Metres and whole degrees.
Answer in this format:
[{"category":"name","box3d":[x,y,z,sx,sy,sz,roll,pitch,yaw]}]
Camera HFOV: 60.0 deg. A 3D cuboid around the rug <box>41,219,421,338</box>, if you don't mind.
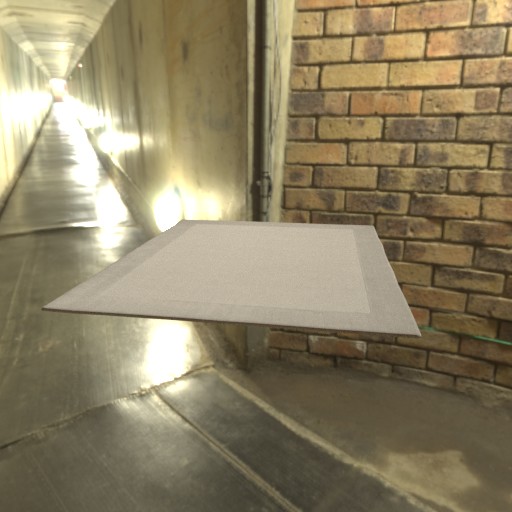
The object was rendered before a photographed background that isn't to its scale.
[{"category":"rug","box3d":[0.000,0.000,4.152,2.430,0.018,2.976,3,17,9]}]
